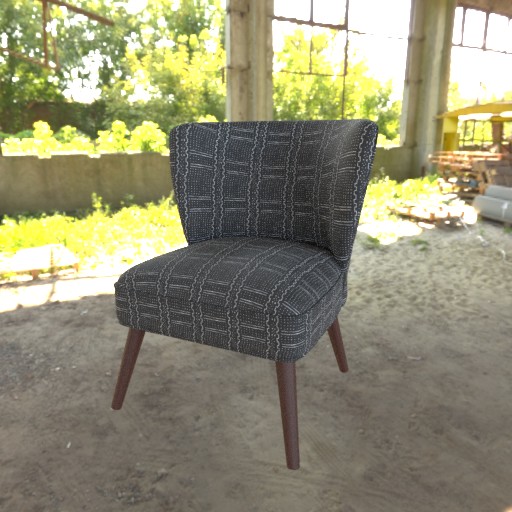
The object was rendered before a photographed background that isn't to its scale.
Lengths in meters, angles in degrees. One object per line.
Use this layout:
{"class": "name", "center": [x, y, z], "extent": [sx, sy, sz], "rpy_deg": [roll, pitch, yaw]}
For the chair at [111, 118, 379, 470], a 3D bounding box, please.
{"class": "chair", "center": [0.000, 0.000, 1.435], "extent": [0.710, 0.866, 0.758], "rpy_deg": [7, 16, 25]}
